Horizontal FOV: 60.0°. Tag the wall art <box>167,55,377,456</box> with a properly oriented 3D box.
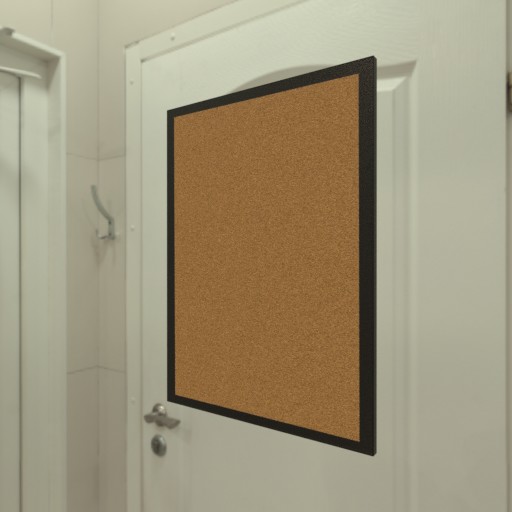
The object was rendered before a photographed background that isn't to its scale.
[{"bbox_3d":[0.000,0.000,0.870,0.480,0.657,0.016,0,0,35],"label":"wall art"}]
